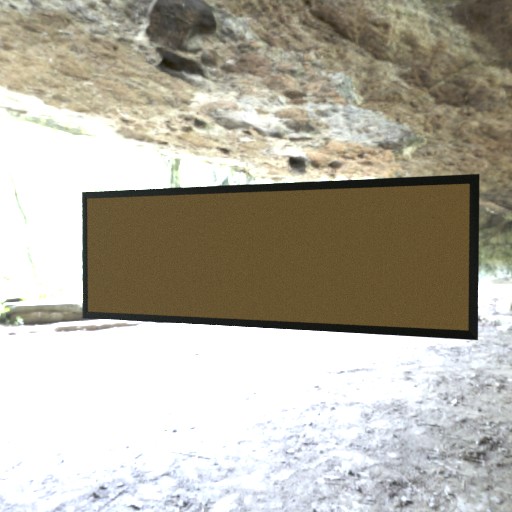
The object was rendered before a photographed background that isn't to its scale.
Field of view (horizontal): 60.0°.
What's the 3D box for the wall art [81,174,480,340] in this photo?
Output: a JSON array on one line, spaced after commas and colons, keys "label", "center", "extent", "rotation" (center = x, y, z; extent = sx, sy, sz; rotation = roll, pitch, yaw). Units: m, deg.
[{"label": "wall art", "center": [0.000, 0.000, 0.951], "extent": [0.860, 0.303, 0.037], "rotation": [0, 1, 17]}]
